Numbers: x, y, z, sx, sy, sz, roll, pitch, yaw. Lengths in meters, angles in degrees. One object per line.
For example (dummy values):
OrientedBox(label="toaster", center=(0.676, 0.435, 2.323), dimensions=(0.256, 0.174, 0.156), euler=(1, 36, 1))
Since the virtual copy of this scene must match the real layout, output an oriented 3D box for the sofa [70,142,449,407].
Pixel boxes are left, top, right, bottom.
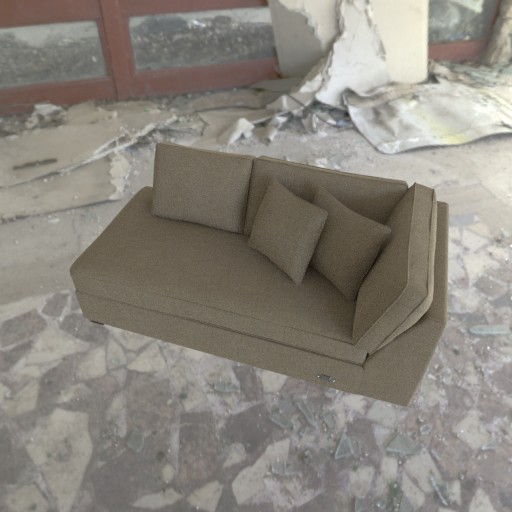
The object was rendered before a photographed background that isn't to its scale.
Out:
OrientedBox(label="sofa", center=(0.000, 0.000, 2.904), dimensions=(2.238, 1.019, 1.110), euler=(12, 43, 14))
